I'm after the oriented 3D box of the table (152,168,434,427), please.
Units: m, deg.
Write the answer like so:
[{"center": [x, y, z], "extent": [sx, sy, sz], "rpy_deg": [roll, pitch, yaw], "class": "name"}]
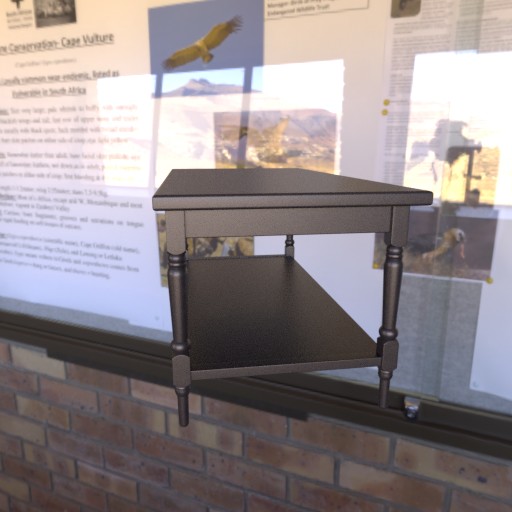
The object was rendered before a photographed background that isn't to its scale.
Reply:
[{"center": [0.000, 0.000, 1.434], "extent": [0.550, 0.510, 1.107], "rpy_deg": [-2, 14, -8], "class": "table"}]
